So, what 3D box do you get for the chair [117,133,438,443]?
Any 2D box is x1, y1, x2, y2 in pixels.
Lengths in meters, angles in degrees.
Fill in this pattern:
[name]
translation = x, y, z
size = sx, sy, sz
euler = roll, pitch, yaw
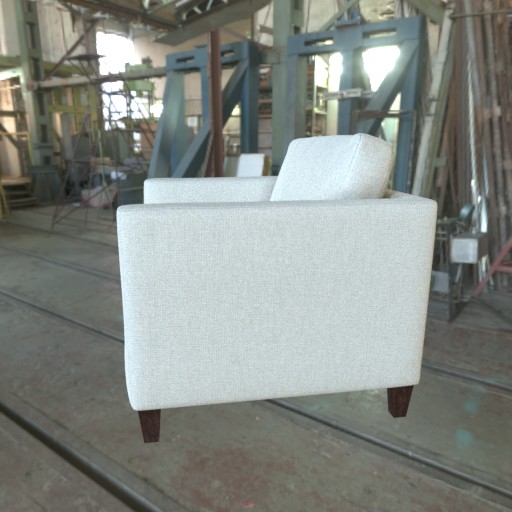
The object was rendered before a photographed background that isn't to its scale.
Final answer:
[chair]
translation = 0.000, 0.000, 1.743
size = 0.959, 0.919, 0.996
euler = -2, 15, -9
